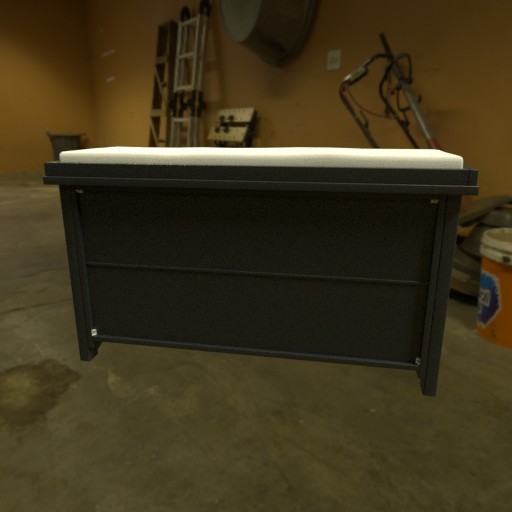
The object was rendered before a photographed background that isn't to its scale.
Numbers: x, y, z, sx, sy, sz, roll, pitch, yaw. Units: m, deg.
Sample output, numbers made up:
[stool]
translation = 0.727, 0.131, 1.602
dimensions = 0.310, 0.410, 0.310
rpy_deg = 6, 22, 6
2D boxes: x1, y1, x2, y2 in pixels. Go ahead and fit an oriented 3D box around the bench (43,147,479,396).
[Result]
[bench]
translation = 0.000, 0.000, 1.196
dimensions = 0.973, 0.561, 0.345
rpy_deg = 3, 17, 10
